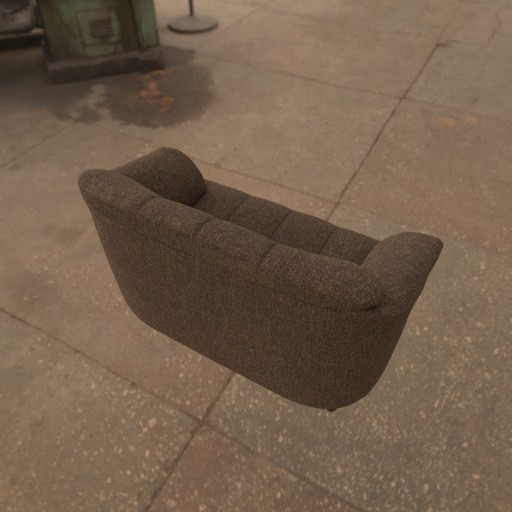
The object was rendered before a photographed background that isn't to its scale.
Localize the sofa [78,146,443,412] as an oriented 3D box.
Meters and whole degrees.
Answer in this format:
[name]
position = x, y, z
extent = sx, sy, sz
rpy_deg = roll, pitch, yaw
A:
[sofa]
position = 0.000, 0.000, 1.964
extent = 1.404, 0.895, 0.799
rpy_deg = 22, 49, 21
